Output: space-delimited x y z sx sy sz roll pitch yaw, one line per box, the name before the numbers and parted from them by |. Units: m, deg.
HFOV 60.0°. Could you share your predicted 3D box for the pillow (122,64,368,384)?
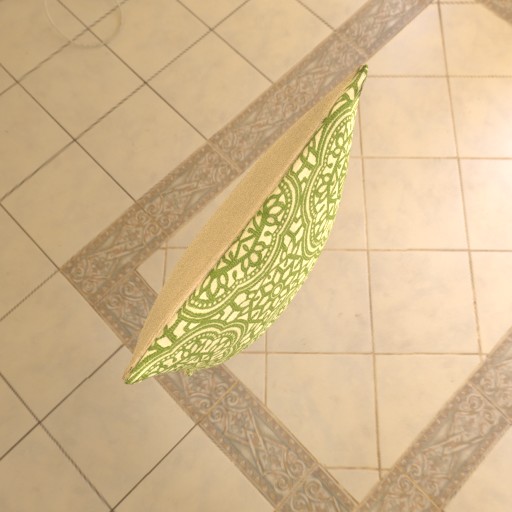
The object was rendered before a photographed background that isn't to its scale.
pillow | 0.000 0.000 0.664 0.162 0.419 0.440 35 78 8
